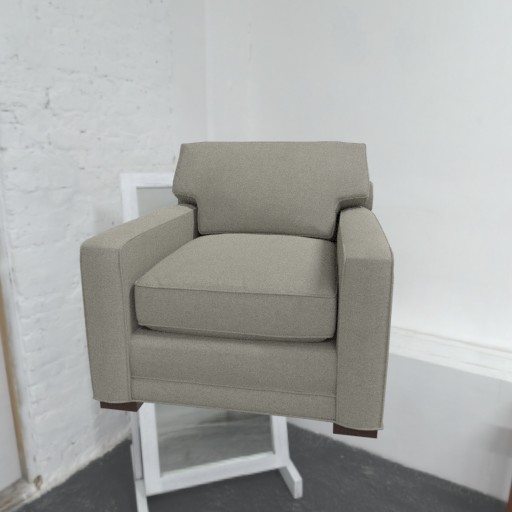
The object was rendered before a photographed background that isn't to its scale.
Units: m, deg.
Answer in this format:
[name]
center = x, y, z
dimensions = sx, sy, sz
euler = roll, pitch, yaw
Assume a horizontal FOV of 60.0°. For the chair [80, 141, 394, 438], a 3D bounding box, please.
[chair]
center = 0.000, 0.000, 1.852
dimensions = 0.999, 0.934, 1.044
euler = 3, 14, 10
